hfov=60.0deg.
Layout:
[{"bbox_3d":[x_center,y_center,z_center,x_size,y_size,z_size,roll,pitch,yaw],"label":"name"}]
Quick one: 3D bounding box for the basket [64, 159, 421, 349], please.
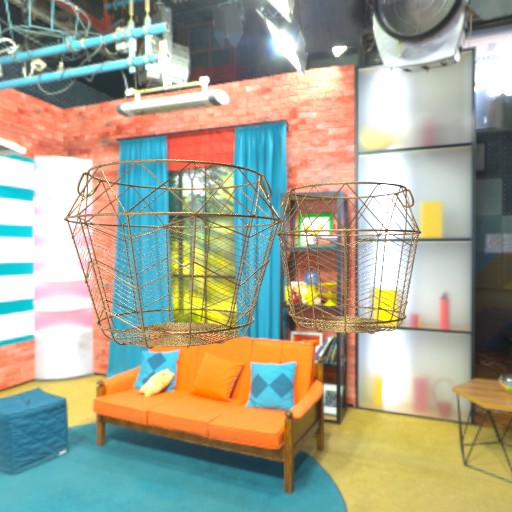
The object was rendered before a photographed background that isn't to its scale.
[{"bbox_3d":[0.000,0.000,1.010,0.805,0.343,0.451,0,1,-18],"label":"basket"}]
